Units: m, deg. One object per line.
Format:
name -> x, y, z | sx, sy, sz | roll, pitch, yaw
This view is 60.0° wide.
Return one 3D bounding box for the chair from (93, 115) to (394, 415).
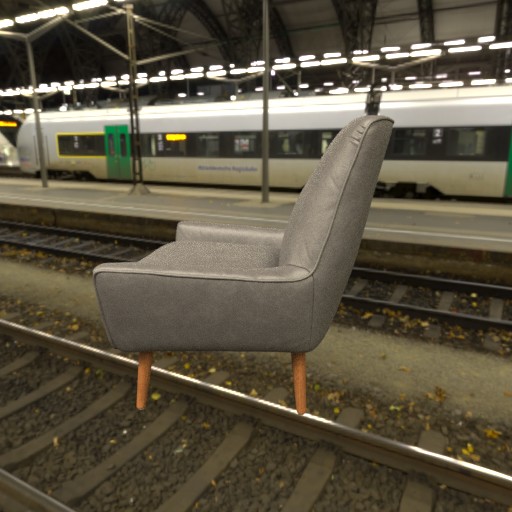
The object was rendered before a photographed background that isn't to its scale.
chair -> 0.000, 0.000, 1.505 | 0.822, 0.888, 0.787 | 2, 14, 8
